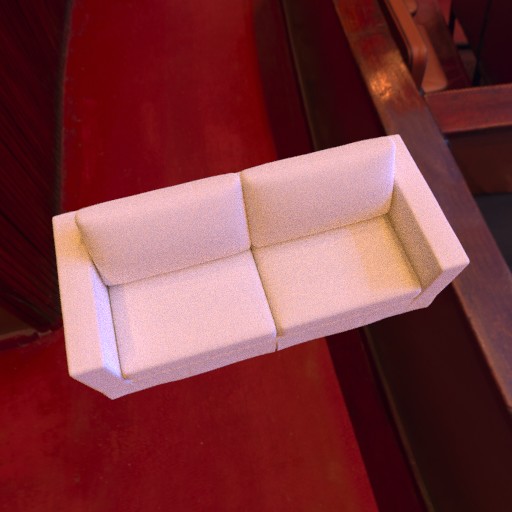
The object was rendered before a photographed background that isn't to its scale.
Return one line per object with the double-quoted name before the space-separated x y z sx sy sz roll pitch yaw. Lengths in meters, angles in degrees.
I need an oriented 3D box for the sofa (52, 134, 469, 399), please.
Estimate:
"sofa" 0.000 0.000 2.625 2.163 0.881 0.954 -15 65 -7
